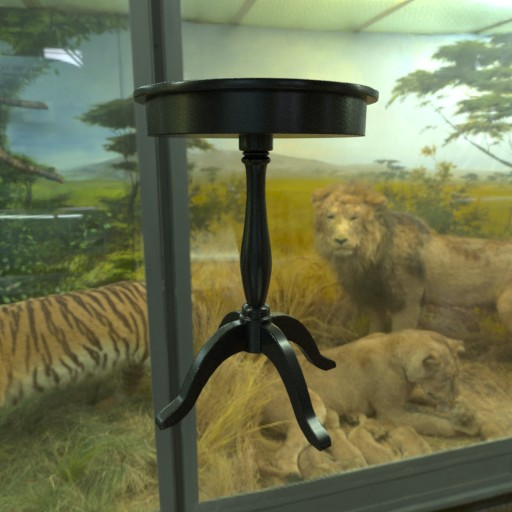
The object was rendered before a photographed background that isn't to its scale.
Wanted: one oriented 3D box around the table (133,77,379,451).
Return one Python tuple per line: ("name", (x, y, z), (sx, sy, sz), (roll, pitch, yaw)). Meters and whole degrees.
("table", (0.000, 0.000, 0.968), (0.481, 0.665, 0.481), (0, 14, 0))
